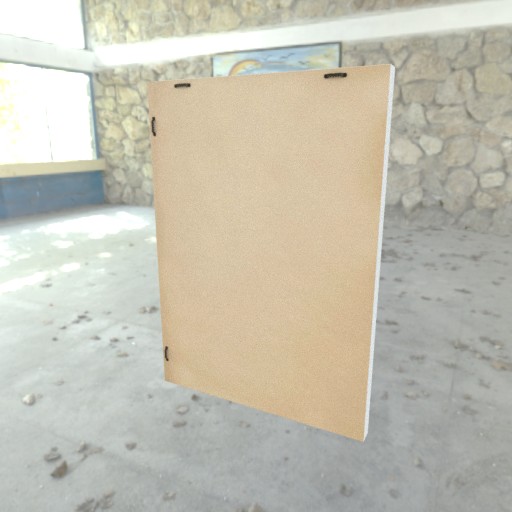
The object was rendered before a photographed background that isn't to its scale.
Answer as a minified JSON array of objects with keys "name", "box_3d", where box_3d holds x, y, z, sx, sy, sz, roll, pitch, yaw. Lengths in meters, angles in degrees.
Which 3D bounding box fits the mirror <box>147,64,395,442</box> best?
[{"name":"mirror","box_3d":[0.000,0.000,0.932,0.507,0.710,0.039,8,17,27]}]
